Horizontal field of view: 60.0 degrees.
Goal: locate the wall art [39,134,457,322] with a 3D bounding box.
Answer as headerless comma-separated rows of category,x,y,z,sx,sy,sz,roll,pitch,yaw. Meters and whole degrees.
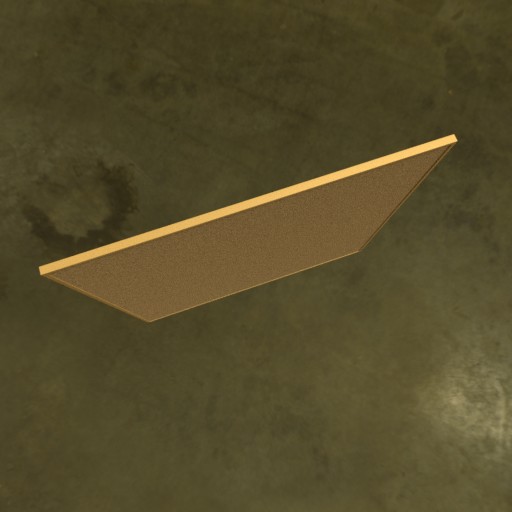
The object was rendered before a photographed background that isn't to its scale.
wall art,0.000,0.000,0.981,0.657,0.655,0.014,-18,76,-5
